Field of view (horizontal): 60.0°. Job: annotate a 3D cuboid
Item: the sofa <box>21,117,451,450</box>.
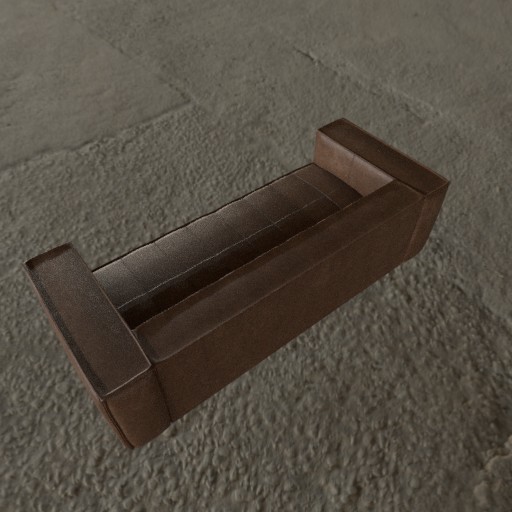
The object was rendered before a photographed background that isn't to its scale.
[{"bbox_3d":[0.000,0.000,2.980,2.581,0.701,1.102,-30,54,-24],"label":"sofa"}]
